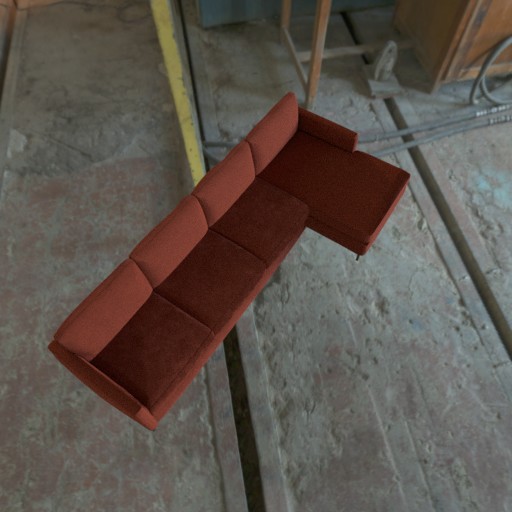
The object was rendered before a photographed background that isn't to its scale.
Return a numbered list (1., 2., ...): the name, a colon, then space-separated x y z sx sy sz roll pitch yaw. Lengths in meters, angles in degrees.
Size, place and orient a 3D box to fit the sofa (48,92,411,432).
1. sofa: 0.000 0.000 3.457 1.350 0.810 2.932 30 64 17
